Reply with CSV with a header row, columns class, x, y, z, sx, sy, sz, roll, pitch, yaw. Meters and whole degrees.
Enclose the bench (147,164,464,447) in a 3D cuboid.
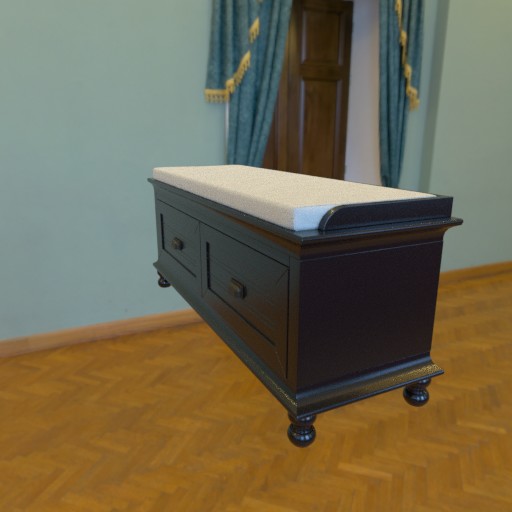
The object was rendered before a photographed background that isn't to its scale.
class,x,y,z,sx,sy,sz,roll,pitch,yaw
bench,0.000,0.000,1.421,0.402,0.501,1.185,-7,17,-25
